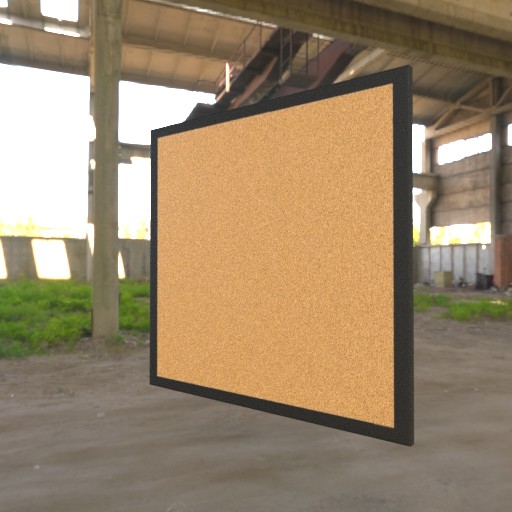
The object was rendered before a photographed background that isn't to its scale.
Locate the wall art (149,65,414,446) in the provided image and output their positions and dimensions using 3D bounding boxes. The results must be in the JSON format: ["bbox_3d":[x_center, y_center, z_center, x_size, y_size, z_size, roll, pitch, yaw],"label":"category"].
[{"bbox_3d":[0.000,0.000,0.959,0.663,0.659,0.016,0,-1,35],"label":"wall art"}]
